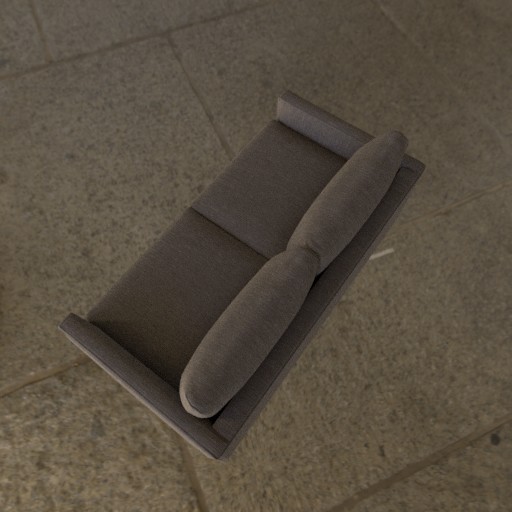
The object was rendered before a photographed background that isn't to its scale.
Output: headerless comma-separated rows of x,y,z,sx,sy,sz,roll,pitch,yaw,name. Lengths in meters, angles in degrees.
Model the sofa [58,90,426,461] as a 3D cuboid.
0.000,0.000,2.183,0.875,0.840,1.682,34,69,15,sofa
